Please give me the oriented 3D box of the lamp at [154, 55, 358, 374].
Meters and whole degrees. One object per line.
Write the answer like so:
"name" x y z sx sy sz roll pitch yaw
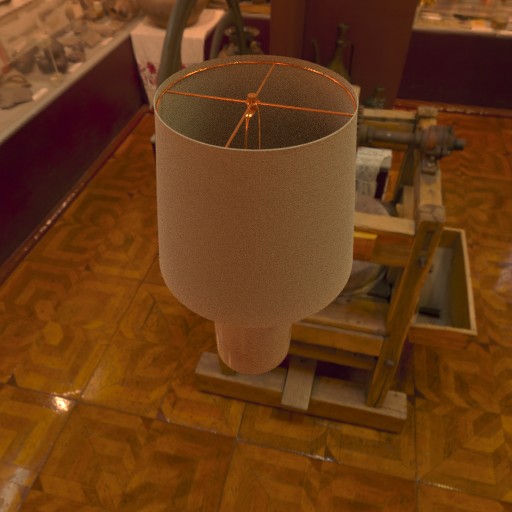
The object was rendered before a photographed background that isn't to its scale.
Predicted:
"lamp" 0.000 0.000 0.448 0.189 0.340 0.189 0 46 0
